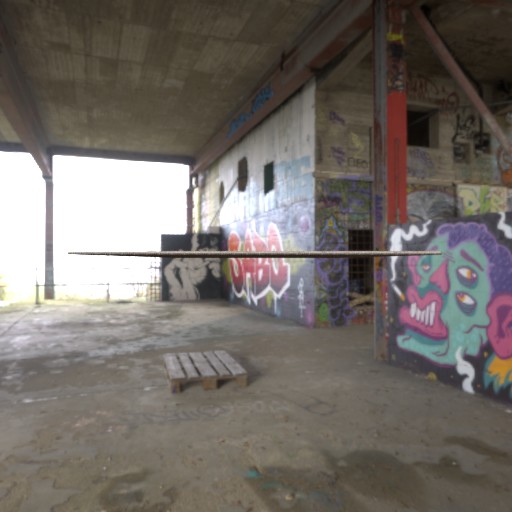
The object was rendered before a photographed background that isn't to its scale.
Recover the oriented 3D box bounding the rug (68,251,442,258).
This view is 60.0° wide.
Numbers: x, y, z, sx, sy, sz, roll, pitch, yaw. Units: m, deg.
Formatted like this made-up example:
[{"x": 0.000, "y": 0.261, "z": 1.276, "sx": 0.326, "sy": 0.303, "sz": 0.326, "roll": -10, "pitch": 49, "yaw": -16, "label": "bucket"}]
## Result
[{"x": 0.000, "y": 0.000, "z": 3.013, "sx": 1.524, "sy": 0.015, "sz": 2.438, "roll": 0, "pitch": -1, "yaw": 0, "label": "rug"}]
